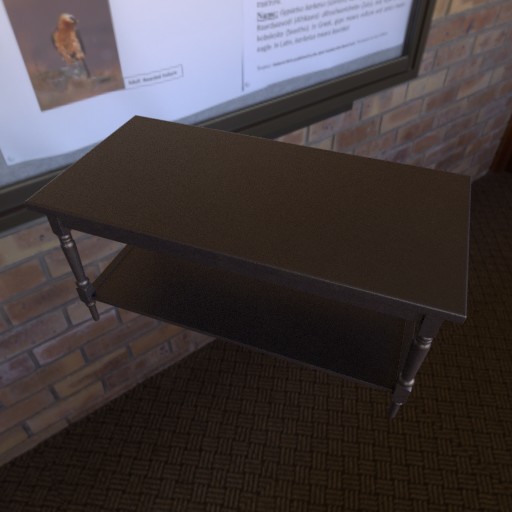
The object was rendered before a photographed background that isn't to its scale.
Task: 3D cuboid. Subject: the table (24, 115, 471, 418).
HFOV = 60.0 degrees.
[{"bbox_3d":[0.000,0.000,1.390,1.107,0.510,0.550,14,45,15],"label":"table"}]
